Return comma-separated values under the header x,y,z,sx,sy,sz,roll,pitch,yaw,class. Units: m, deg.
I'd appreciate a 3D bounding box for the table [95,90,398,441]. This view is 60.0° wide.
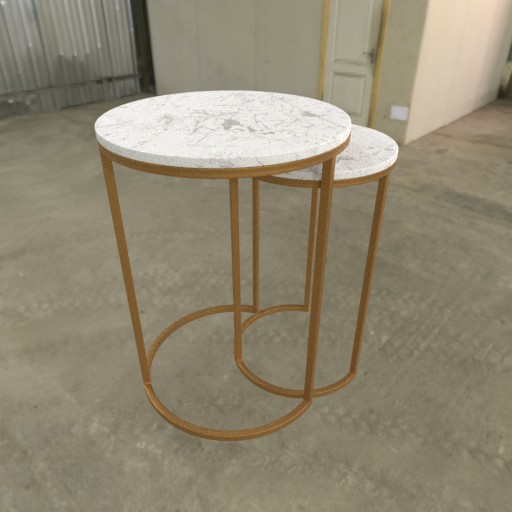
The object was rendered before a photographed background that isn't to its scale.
x,y,z,sx,sy,sz,roll,pitch,yaw,class
0.000,0.000,0.872,0.507,0.550,0.400,-10,33,-16,table
